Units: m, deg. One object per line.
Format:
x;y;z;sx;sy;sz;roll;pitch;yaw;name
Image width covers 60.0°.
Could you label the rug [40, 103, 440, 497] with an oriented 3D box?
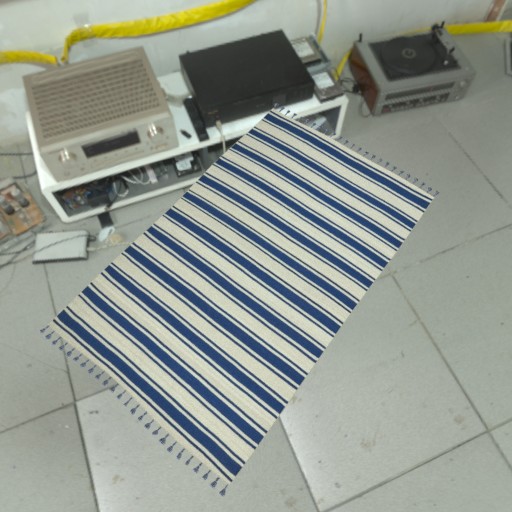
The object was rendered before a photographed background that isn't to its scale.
0.000;0.000;2.519;1.248;0.009;2.108;34;67;17;rug
